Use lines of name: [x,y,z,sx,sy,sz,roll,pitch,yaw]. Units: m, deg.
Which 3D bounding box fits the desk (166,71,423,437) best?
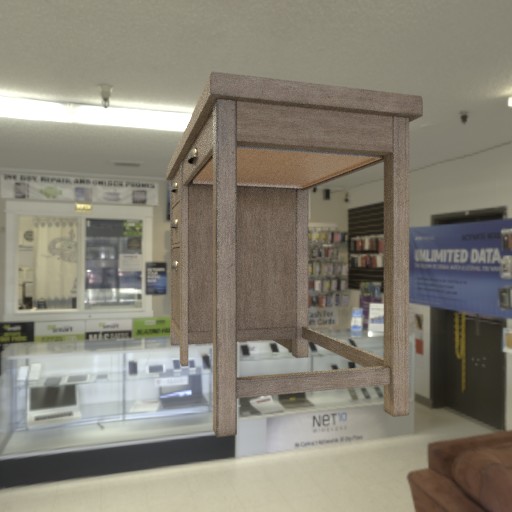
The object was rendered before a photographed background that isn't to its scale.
desk: [0.000,0.000,1.790,0.610,0.912,1.289,0,0,-16]
